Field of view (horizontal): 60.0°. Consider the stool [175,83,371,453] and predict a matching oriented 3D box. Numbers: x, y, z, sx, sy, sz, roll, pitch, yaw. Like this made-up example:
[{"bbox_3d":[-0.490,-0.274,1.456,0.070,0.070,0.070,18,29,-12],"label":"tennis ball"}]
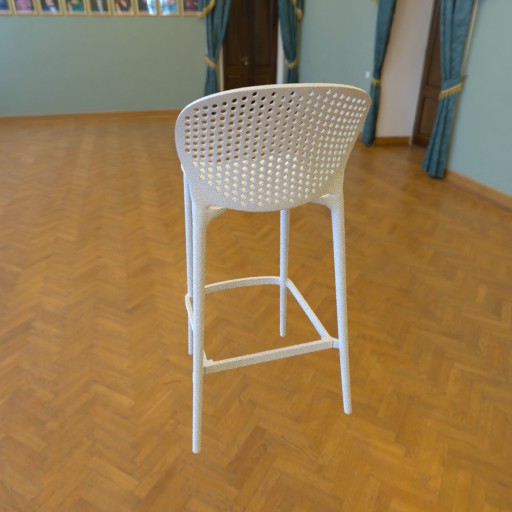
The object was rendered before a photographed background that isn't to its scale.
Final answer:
[{"bbox_3d":[0.000,0.000,1.360,0.536,1.045,0.535,-8,29,-15],"label":"stool"}]
